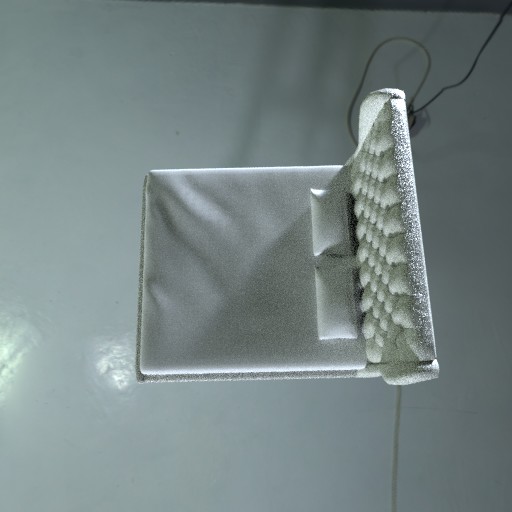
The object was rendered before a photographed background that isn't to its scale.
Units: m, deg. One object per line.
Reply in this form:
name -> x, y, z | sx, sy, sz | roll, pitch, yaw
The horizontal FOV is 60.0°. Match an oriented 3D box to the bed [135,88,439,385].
bed -> 0.000, 0.000, 3.957 | 2.347, 1.771, 2.219 | -1, 75, 0
